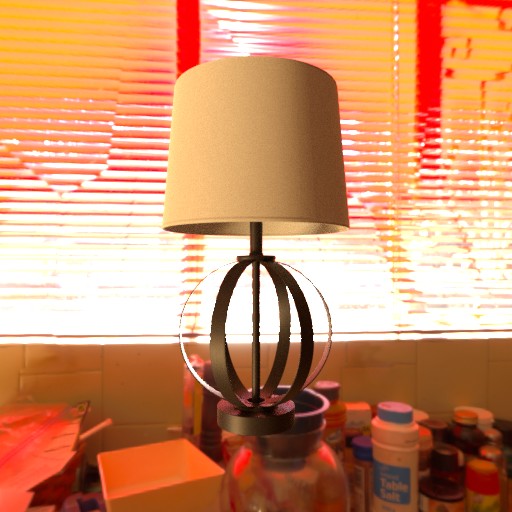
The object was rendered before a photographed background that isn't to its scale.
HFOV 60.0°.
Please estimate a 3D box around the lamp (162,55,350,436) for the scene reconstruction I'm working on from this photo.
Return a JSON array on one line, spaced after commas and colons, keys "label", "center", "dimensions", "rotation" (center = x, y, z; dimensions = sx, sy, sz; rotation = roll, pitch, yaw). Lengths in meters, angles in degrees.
[{"label": "lamp", "center": [0.000, 0.000, 0.690], "dimensions": [0.286, 0.510, 0.286], "rotation": [0, -1, 0]}]
